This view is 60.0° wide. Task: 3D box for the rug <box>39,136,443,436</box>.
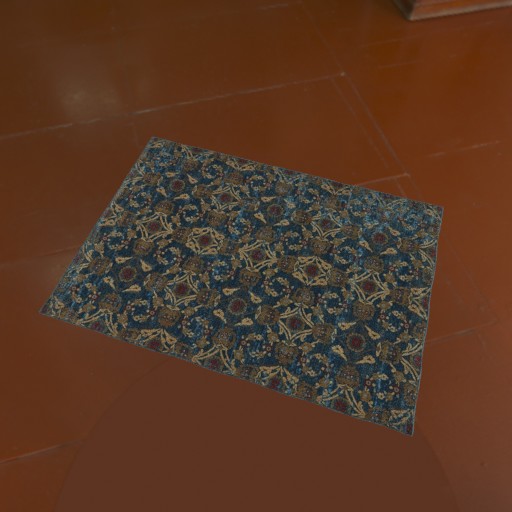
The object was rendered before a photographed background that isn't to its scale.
[{"bbox_3d":[0.000,0.000,4.248,3.291,0.013,2.337,16,59,10],"label":"rug"}]
